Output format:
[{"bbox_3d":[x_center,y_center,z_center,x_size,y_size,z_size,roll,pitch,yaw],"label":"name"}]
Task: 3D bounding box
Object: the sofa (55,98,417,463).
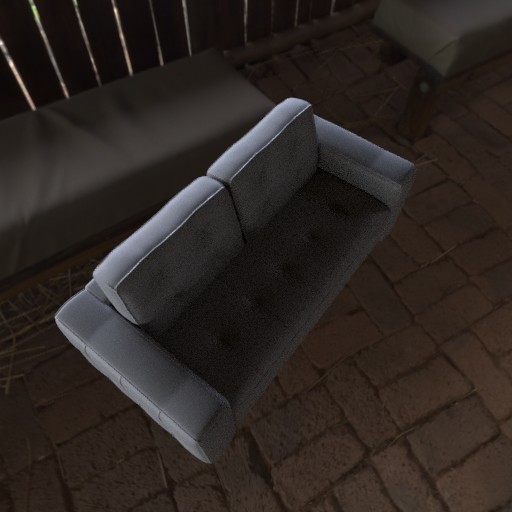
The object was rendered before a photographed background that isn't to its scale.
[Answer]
[{"bbox_3d":[0.000,0.000,2.201,0.833,0.892,1.726,33,64,19],"label":"sofa"}]
